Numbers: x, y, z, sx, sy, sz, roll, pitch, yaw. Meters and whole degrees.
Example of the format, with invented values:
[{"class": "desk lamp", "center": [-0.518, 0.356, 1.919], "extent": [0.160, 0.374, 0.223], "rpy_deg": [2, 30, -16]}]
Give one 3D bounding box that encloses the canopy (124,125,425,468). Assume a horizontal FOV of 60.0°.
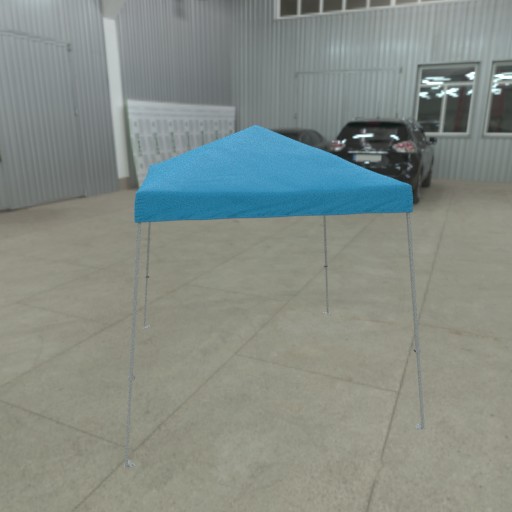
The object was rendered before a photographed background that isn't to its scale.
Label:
[{"class": "canopy", "center": [0.000, 0.000, 5.027], "extent": [2.849, 2.850, 2.850], "rpy_deg": [-3, 17, -10]}]
